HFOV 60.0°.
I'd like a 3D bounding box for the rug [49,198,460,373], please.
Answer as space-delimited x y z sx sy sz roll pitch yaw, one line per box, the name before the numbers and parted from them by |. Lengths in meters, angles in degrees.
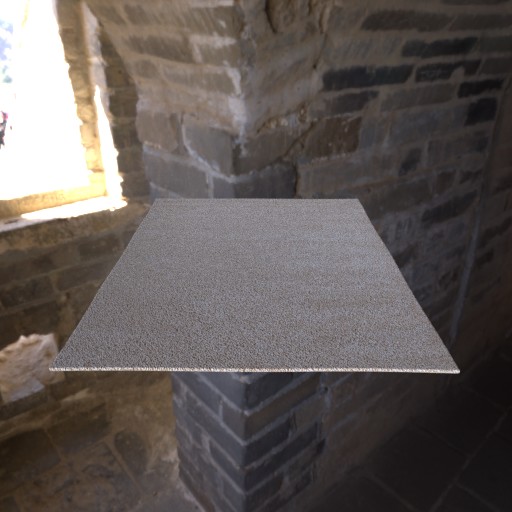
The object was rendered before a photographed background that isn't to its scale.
rug | 0.000 0.000 3.932 2.400 0.026 3.000 0 27 0
